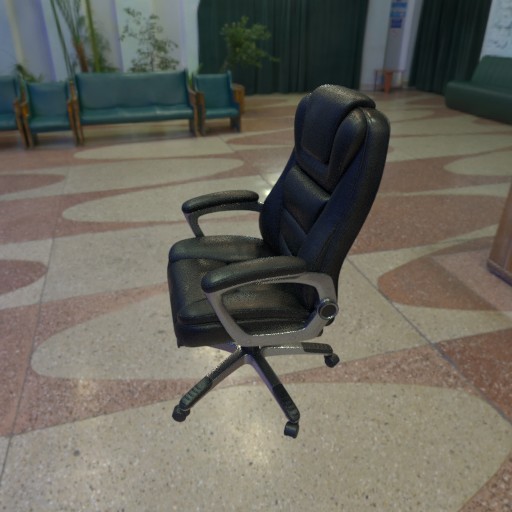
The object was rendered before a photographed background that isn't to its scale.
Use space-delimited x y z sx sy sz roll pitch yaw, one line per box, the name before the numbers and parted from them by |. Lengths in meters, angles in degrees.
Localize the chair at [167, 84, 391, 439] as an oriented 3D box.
chair | 0.000 0.000 1.530 0.689 1.075 0.697 -7 29 -12
